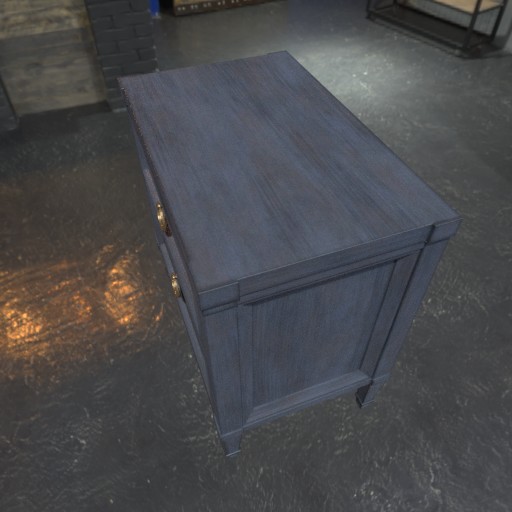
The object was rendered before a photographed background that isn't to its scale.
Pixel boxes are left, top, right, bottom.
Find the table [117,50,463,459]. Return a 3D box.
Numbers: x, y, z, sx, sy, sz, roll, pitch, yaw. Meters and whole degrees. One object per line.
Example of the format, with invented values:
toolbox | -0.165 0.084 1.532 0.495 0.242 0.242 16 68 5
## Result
table | 0.000 0.000 1.063 0.413 0.660 0.660 -15 48 -14
